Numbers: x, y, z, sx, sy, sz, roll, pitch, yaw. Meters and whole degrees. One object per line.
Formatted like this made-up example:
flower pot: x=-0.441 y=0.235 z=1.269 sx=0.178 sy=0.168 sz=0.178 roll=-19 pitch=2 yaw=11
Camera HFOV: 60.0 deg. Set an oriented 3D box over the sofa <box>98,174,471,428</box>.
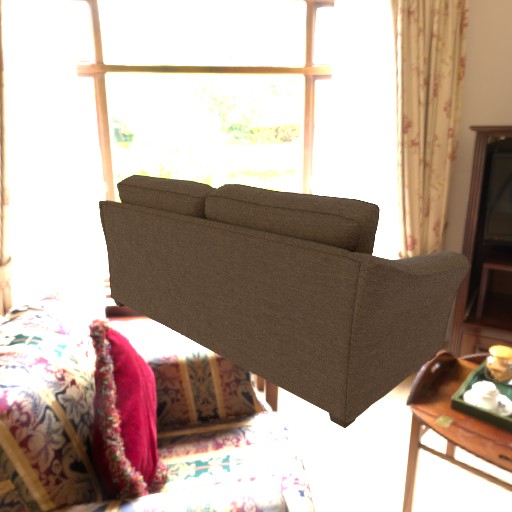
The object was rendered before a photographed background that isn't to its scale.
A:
sofa: x=0.000 y=0.000 z=2.743 sx=0.971 sy=0.950 sz=2.270 roll=-14 pitch=20 yaw=-42
